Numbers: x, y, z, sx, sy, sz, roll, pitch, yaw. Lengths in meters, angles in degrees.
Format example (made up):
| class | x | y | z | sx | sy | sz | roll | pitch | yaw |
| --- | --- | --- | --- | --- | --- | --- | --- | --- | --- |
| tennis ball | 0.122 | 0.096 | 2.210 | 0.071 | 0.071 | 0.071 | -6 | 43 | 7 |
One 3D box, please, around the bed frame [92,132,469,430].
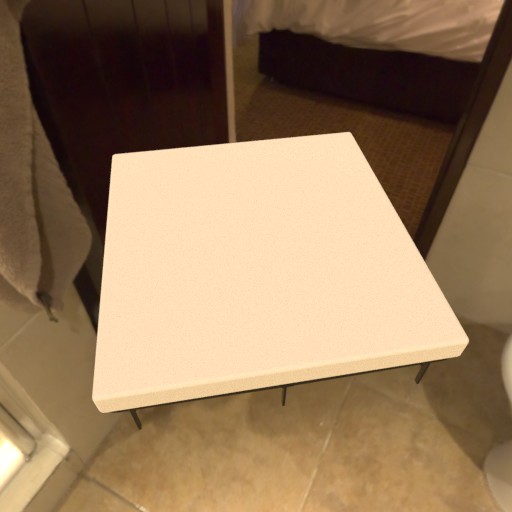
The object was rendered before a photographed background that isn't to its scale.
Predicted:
| class | x | y | z | sx | sy | sz | roll | pitch | yaw |
| --- | --- | --- | --- | --- | --- | --- | --- | --- | --- |
| bed frame | 0.000 | 0.000 | 3.065 | 1.935 | 0.525 | 2.033 | -7 | 48 | -6 |
